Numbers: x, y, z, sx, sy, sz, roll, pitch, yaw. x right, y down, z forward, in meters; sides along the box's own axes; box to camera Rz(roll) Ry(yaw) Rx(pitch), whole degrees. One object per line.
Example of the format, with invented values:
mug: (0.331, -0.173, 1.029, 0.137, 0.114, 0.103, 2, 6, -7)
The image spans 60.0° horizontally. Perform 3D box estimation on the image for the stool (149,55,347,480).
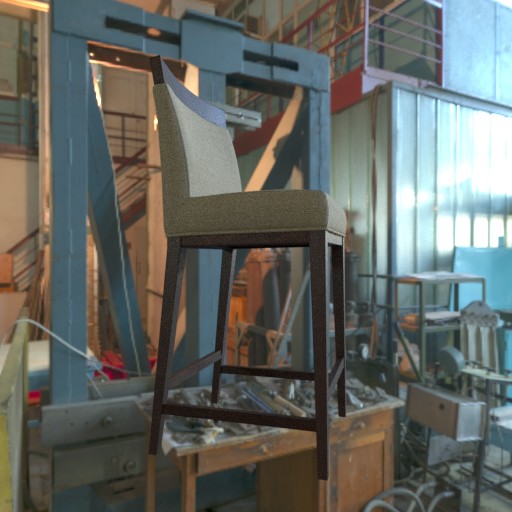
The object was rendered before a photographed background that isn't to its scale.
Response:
stool: (0.000, 0.000, 1.273, 0.480, 1.011, 0.463, 0, 0, 17)
